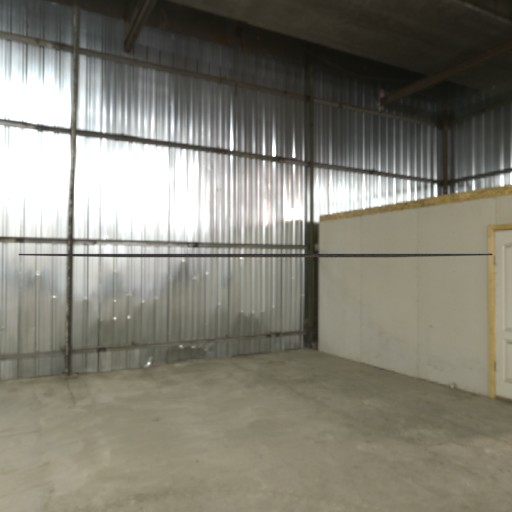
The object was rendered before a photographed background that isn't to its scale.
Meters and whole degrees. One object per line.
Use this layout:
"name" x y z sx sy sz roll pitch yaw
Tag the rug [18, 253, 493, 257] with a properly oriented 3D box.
"rug" 0.000 0.000 2.878 2.232 0.009 1.630 0 -1 1
